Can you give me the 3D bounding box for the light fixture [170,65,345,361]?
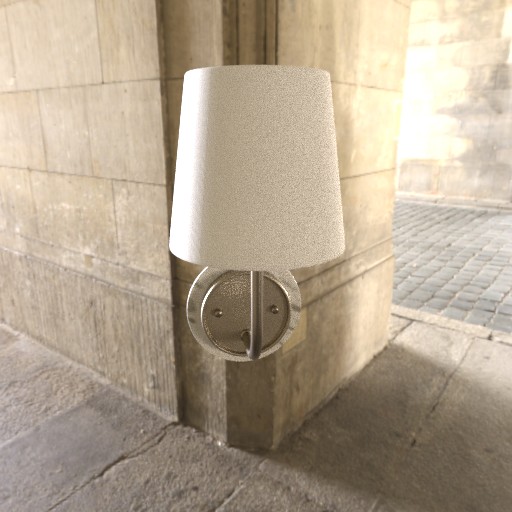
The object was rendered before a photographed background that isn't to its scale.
[{"bbox_3d":[0.000,0.000,0.444,0.168,0.337,0.188,-3,17,-8],"label":"light fixture"}]
